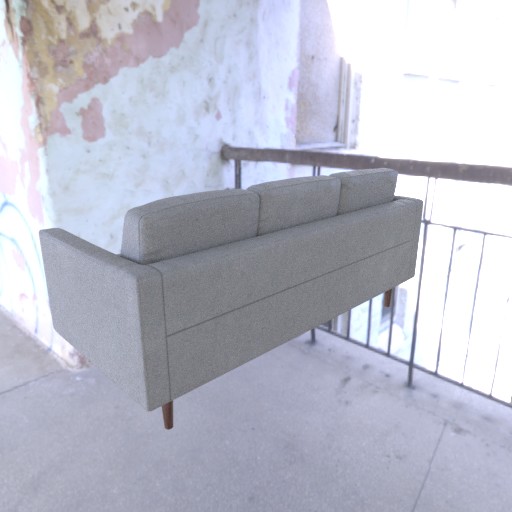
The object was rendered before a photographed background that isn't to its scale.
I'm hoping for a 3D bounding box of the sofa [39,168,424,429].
[{"bbox_3d":[0.000,0.000,2.479,1.983,0.918,0.944,-17,24,-41],"label":"sofa"}]
